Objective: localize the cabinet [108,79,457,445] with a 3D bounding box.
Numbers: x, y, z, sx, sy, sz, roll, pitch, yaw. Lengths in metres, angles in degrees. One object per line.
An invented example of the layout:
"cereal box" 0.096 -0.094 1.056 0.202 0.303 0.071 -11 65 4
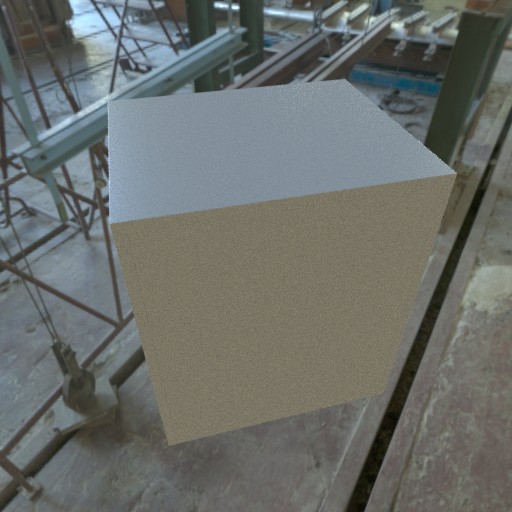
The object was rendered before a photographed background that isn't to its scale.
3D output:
"cabinet" 0.000 0.000 0.773 0.400 0.470 0.360 -10 42 -11
